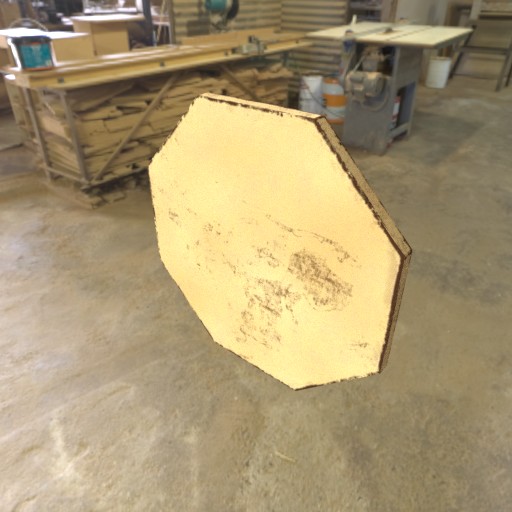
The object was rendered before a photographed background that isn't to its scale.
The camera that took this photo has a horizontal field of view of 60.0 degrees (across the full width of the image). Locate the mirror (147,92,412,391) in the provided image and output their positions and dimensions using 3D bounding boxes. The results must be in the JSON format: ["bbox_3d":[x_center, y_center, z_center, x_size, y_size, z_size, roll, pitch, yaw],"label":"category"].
[{"bbox_3d":[0.000,0.000,0.972,0.648,0.648,0.031,24,39,32],"label":"mirror"}]
